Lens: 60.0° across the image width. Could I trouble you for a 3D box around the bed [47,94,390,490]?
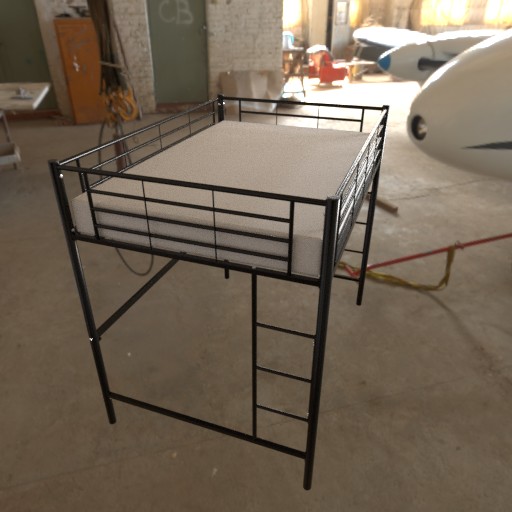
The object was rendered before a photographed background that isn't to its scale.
[{"bbox_3d":[0.000,0.000,3.137,1.397,1.803,1.994,10,31,17],"label":"bed"}]
